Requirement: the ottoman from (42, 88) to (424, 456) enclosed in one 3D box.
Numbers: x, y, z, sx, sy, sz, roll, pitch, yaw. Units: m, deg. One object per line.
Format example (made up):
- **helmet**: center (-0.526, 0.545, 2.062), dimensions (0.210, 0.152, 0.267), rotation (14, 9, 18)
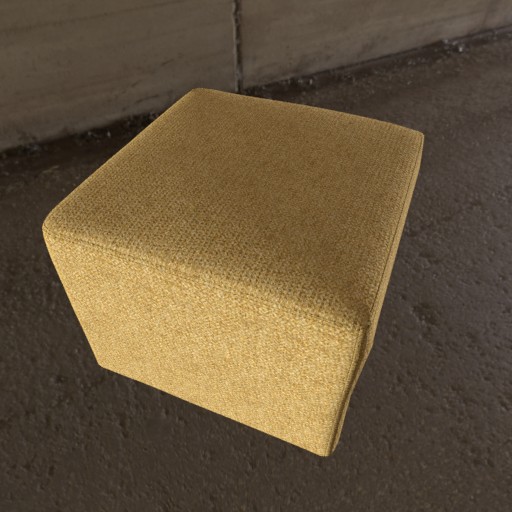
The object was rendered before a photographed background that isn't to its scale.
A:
- **ottoman**: center (0.000, 0.000, 0.878), dimensions (0.505, 0.441, 0.512), rotation (16, 48, 16)
